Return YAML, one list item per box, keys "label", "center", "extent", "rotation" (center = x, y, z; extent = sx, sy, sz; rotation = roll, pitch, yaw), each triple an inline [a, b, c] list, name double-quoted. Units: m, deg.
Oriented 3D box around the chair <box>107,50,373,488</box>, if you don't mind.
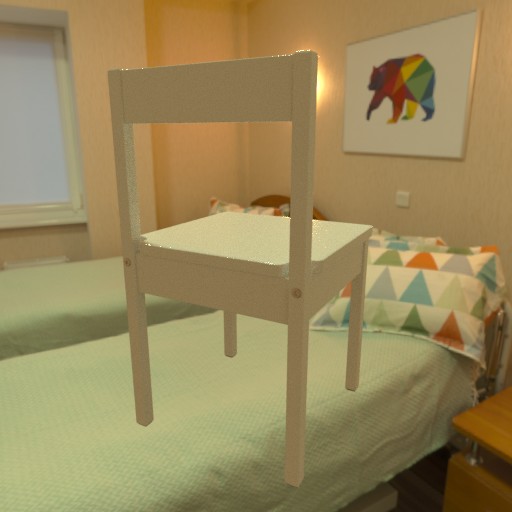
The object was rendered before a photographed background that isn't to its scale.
- label: "chair"
  center: [0.000, 0.000, 0.875]
  extent: [0.367, 0.668, 0.361]
  rotation: [8, 17, 28]
